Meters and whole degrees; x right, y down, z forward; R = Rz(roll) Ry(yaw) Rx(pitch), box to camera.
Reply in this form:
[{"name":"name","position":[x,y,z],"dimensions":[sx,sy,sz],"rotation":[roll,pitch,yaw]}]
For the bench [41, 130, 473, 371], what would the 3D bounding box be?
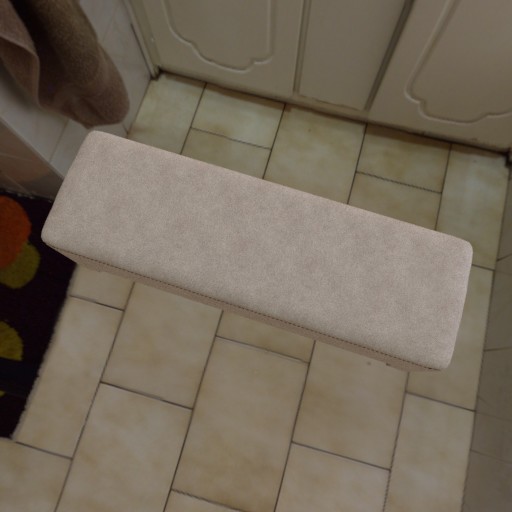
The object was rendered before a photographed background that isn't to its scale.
[{"name":"bench","position":[0.000,0.000,1.747],"dimensions":[1.482,0.447,0.470],"rotation":[17,76,4]}]
